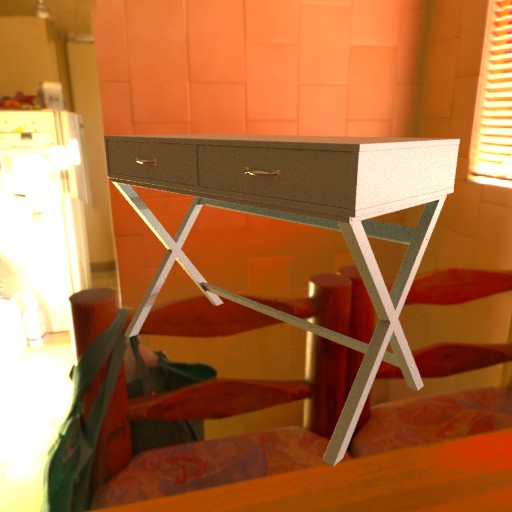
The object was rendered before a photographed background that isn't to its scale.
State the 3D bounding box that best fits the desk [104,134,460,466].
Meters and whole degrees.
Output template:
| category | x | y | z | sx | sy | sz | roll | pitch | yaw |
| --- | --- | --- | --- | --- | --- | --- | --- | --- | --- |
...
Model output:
| category | x | y | z | sx | sy | sz | roll | pitch | yaw |
| --- | --- | --- | --- | --- | --- | --- | --- | --- | --- |
| desk | 0.000 | 0.000 | 1.505 | 1.057 | 0.780 | 0.525 | 16 | 23 | 43 |
